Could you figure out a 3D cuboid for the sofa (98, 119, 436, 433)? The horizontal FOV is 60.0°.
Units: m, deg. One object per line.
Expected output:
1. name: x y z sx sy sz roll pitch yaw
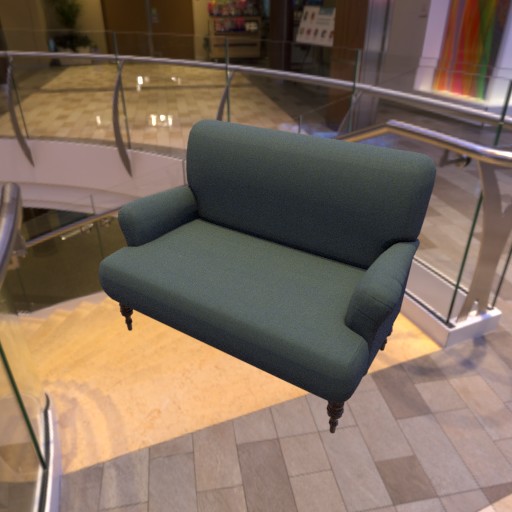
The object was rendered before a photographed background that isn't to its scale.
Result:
1. sofa: 0.000 0.000 1.913 1.297 0.889 0.779 18 35 28
